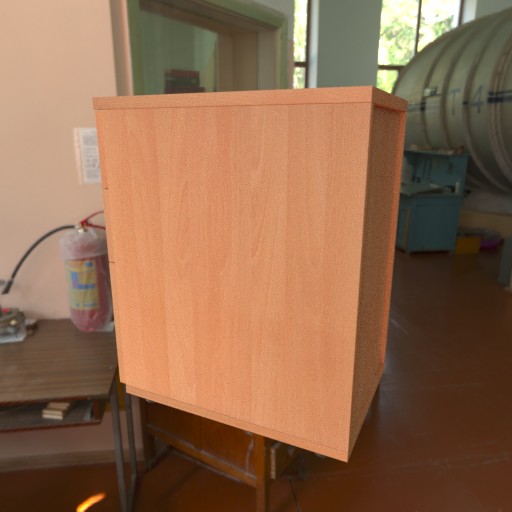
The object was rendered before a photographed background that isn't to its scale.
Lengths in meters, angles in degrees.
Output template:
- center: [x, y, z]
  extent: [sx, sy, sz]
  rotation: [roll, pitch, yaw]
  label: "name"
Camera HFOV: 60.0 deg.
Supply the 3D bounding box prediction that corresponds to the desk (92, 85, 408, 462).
- center: [0.000, 0.000, 1.092]
  extent: [0.600, 0.730, 0.404]
  rotation: [7, 17, 25]
  label: "desk"
